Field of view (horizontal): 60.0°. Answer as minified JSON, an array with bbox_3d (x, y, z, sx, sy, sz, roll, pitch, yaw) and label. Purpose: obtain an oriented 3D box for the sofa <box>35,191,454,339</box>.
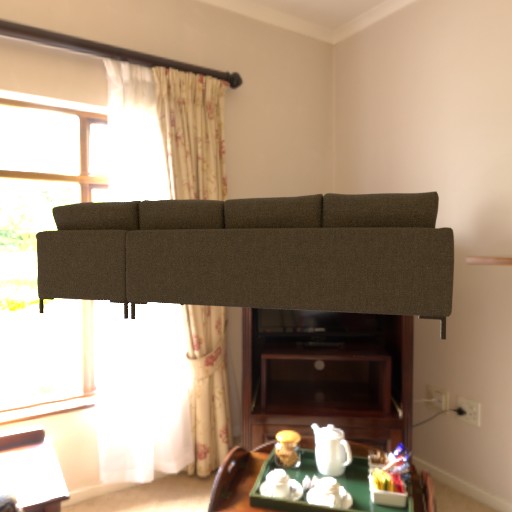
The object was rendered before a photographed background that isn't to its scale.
[{"bbox_3d":[0.000,0.000,3.838,2.972,0.858,1.984,1,2,18],"label":"sofa"}]
